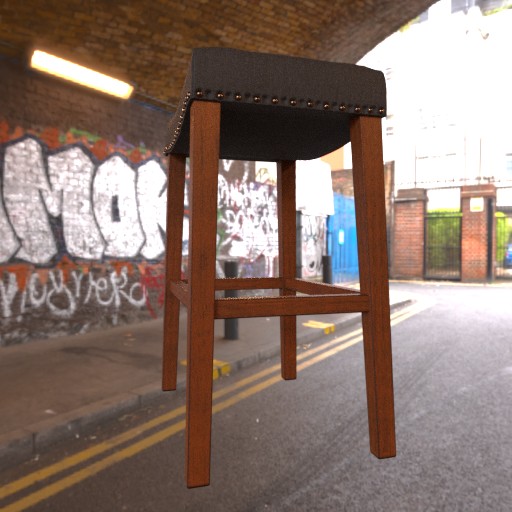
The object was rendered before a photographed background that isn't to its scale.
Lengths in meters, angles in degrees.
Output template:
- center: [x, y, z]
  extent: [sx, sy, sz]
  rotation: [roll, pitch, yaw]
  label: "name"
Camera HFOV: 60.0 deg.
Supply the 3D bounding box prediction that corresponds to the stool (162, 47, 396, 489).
- center: [0.000, 0.000, 0.838]
  extent: [0.320, 0.612, 0.439]
  rotation: [0, 1, -16]
  label: "stool"
